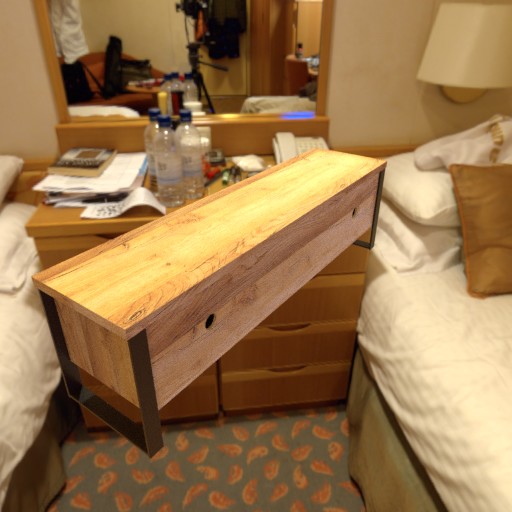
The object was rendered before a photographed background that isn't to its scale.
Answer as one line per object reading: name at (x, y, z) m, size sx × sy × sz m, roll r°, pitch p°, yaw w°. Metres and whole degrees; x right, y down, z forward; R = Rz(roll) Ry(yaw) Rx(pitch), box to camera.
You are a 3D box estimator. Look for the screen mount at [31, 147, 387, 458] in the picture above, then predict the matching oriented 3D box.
screen mount at (0.000, 0.000, 1.726) m, size 0.395 × 0.450 × 1.524 m, roll 20°, pitch 35°, yaw 31°
